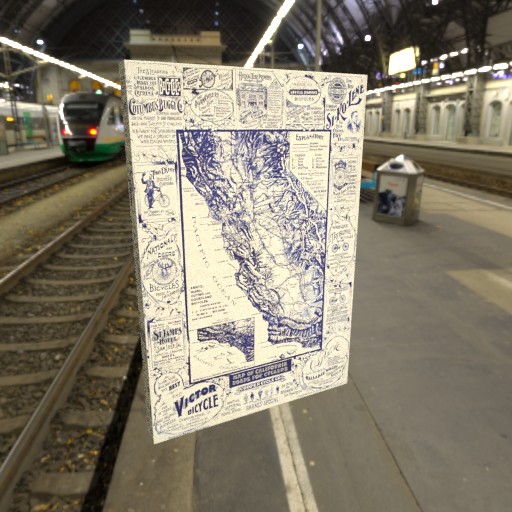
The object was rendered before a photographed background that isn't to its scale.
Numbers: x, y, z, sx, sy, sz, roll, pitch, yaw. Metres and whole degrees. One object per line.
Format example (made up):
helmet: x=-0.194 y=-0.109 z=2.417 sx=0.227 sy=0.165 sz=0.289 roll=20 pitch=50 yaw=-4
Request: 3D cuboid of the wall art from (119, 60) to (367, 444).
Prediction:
wall art: x=0.000 y=0.000 z=0.482 sx=0.255 sy=0.376 sz=0.025 roll=-8 pitch=18 yaw=-26
